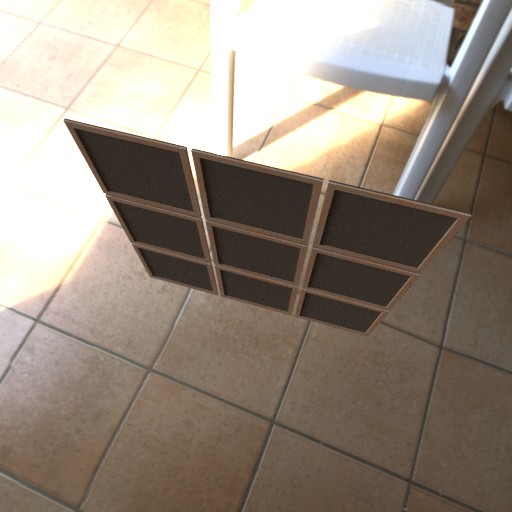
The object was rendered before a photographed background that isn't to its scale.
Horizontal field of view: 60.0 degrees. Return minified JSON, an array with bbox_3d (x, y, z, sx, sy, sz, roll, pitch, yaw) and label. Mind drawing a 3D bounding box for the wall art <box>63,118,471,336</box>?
[{"bbox_3d":[0.000,0.000,2.281,1.520,1.525,0.013,15,65,7],"label":"wall art"}]
